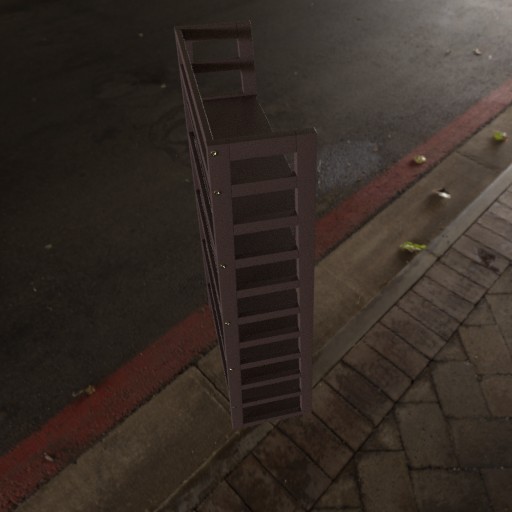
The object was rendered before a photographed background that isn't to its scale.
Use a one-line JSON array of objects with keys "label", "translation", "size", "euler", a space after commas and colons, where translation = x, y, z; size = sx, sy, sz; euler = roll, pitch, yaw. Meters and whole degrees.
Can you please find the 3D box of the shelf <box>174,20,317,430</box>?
[{"label": "shelf", "translation": [0.000, 0.000, 1.876], "size": [0.403, 1.600, 0.763], "euler": [-9, 47, -9]}]
